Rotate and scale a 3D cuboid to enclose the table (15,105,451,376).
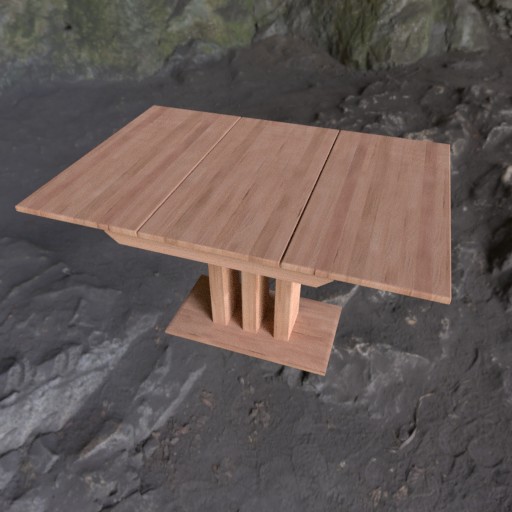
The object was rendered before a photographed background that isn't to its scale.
[{"bbox_3d":[0.000,0.000,1.807,1.300,0.770,0.900,12,41,14],"label":"table"}]
